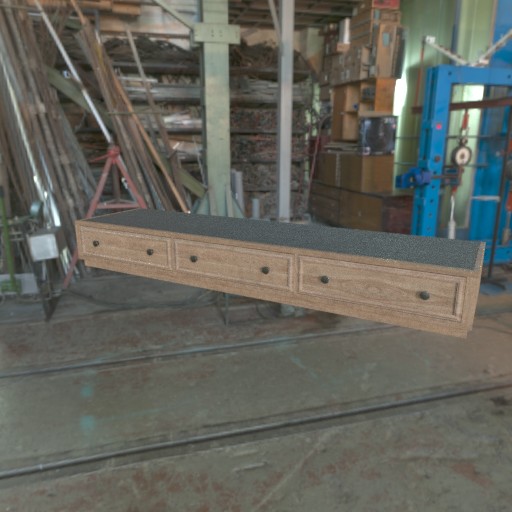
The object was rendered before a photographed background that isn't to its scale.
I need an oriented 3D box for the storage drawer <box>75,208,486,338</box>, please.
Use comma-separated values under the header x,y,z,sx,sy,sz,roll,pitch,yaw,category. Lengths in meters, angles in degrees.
x,y,z,sx,sy,sz,roll,pitch,yaw,category
0.000,0.000,2.247,2.032,0.264,0.538,8,17,28,storage drawer
